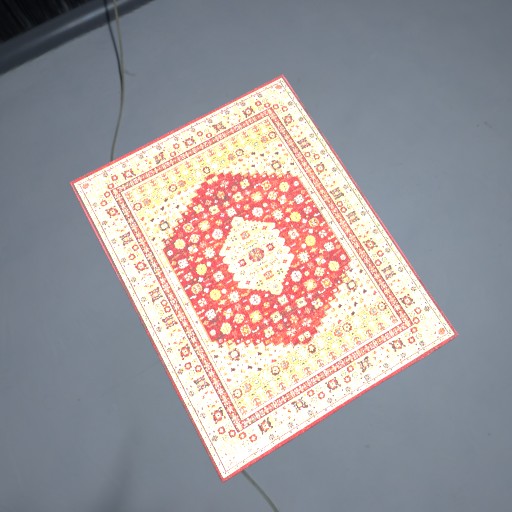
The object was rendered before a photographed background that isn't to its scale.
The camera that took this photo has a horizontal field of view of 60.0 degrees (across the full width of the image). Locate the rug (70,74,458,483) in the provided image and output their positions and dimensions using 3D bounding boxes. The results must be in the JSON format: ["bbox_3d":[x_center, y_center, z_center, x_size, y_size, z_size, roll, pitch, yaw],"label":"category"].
[{"bbox_3d":[0.000,0.000,4.091,2.387,0.013,3.053,-29,78,-7],"label":"rug"}]
